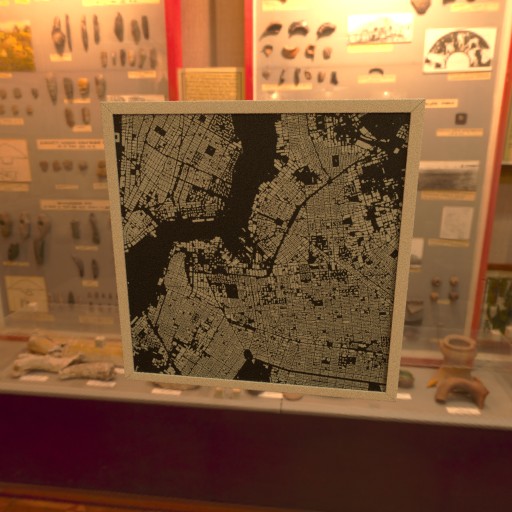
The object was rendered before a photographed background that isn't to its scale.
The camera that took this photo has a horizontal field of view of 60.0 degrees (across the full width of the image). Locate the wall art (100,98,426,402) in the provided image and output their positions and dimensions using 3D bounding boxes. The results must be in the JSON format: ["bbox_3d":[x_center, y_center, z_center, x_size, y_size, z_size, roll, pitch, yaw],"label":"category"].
[{"bbox_3d":[0.000,0.000,1.152,0.761,0.762,0.050,2,16,8],"label":"wall art"}]
